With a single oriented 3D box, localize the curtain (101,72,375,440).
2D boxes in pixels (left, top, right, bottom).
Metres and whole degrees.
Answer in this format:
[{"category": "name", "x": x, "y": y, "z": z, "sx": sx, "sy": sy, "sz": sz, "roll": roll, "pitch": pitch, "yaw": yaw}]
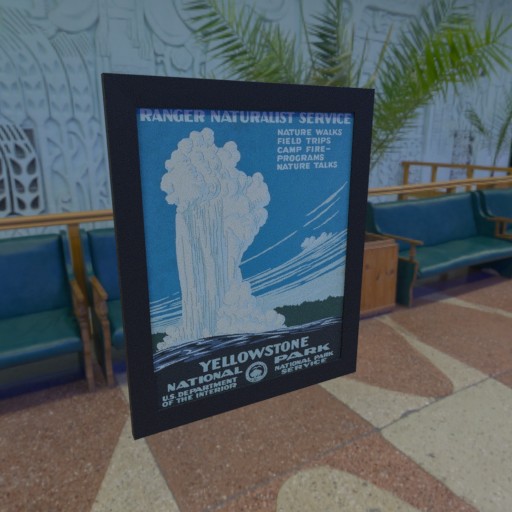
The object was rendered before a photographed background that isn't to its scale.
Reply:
[{"category": "curtain", "x": 0.000, "y": 0.000, "z": 0.799, "sx": 0.483, "sy": 0.585, "sz": 0.027, "roll": -8, "pitch": 17, "yaw": -27}]
